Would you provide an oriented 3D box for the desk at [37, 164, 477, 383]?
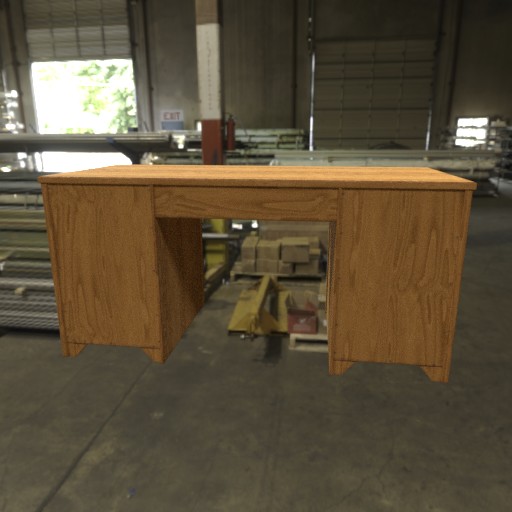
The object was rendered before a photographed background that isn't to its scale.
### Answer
[{"bbox_3d":[0.000,0.000,1.992,1.567,0.751,0.685,2,16,7],"label":"desk"}]
